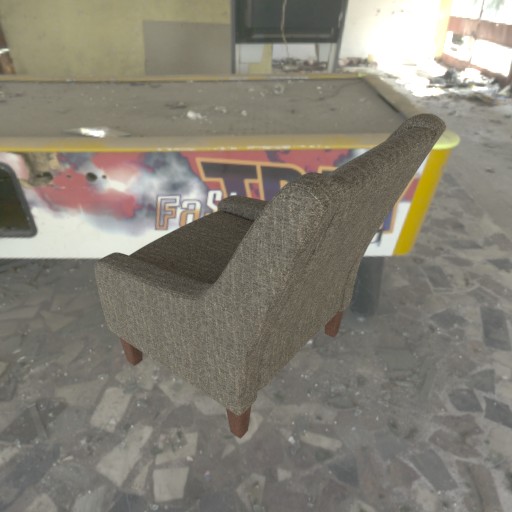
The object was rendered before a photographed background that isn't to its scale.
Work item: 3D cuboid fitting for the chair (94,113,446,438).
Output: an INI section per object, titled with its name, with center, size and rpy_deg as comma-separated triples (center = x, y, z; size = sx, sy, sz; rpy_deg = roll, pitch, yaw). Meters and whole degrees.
[chair]
center = 0.000, 0.000, 1.637
size = 0.944, 1.012, 0.793
rpy_deg = 22, 37, 32
